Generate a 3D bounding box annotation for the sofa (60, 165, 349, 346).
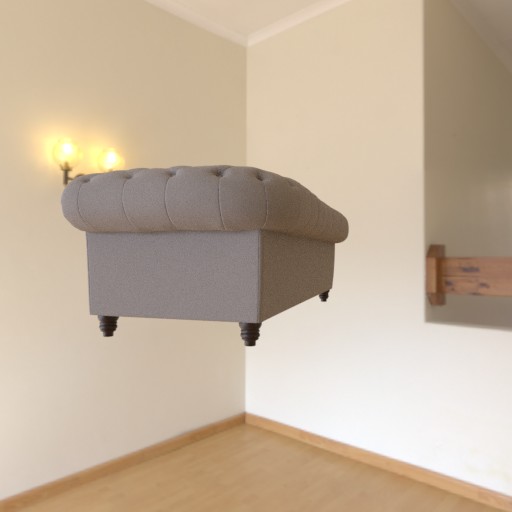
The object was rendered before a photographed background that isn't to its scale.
[{"bbox_3d":[0.000,0.000,2.832,0.991,0.749,2.411,0,0,18],"label":"sofa"}]
